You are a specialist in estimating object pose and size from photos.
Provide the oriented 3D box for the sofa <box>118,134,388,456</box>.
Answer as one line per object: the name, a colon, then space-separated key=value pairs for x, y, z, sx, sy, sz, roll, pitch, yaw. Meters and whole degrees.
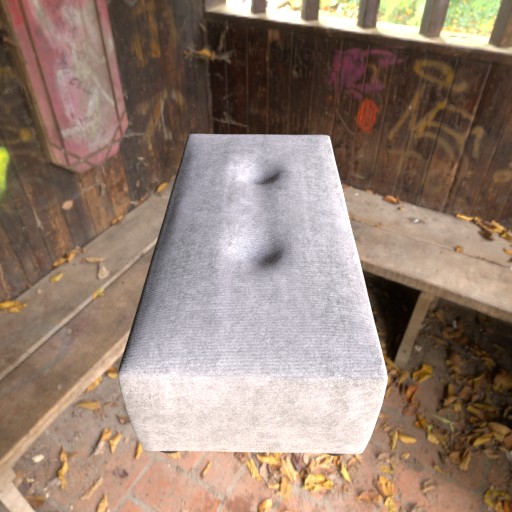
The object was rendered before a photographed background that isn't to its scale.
sofa: x=0.000 y=0.000 z=1.168 sx=0.480 sy=0.330 sz=0.930 roll=1 pitch=41 yaw=1
